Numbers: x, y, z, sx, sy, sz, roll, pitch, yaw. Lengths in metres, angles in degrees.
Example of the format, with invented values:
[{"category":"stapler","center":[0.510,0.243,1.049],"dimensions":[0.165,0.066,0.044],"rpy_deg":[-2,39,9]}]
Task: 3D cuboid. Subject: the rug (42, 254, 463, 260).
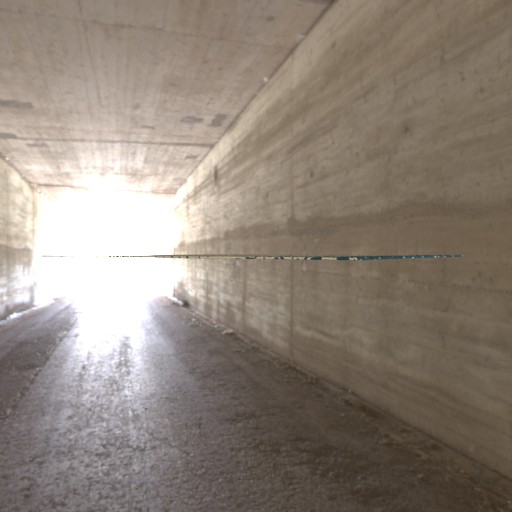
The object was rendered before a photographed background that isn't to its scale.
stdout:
[{"category":"rug","center":[0.000,0.000,4.064],"dimensions":[3.017,0.014,2.416],"rpy_deg":[0,1,37]}]
